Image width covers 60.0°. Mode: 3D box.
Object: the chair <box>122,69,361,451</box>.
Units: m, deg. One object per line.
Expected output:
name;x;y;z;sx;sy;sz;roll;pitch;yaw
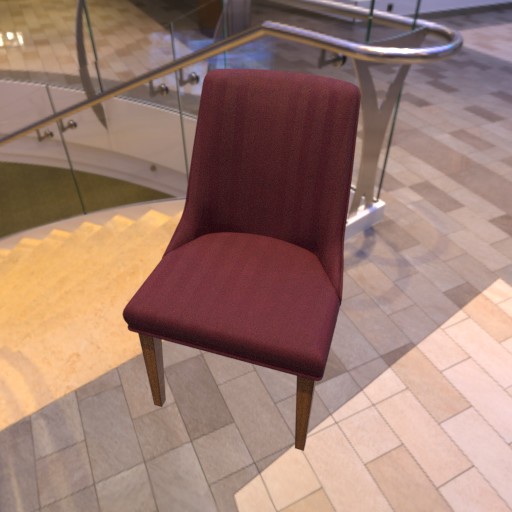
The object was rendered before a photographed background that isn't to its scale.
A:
chair;0.000;0.000;1.327;0.548;0.916;0.638;12;42;14
